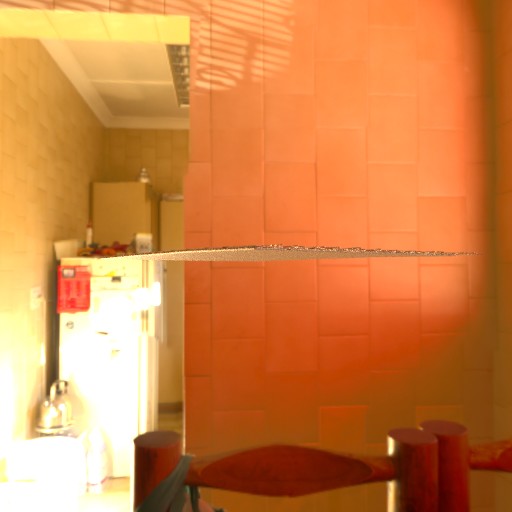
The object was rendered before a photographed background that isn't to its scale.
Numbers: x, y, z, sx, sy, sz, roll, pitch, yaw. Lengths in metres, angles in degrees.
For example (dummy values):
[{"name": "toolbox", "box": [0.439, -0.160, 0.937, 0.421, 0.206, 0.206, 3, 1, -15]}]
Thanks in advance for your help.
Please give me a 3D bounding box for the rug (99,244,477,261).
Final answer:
[{"name": "rug", "box": [0.000, 0.000, 3.302, 1.664, 0.029, 2.615, 1, -2, -36]}]
